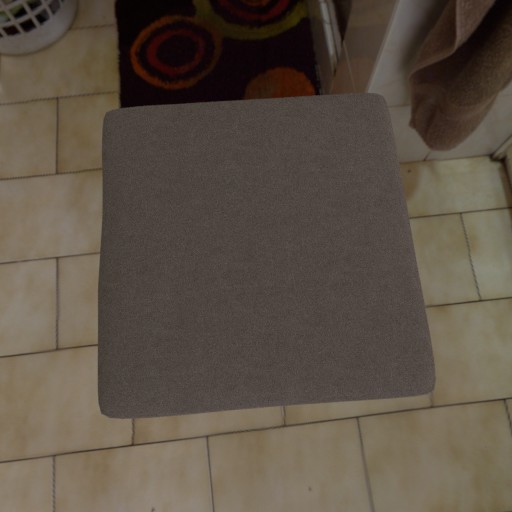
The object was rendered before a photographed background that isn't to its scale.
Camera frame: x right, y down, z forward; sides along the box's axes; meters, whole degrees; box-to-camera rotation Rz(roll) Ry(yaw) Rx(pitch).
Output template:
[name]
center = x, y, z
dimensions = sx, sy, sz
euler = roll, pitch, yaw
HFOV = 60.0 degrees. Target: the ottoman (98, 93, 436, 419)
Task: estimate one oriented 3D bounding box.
[ottoman]
center = 0.000, 0.000, 1.380
dimensions = 0.861, 0.482, 0.881
euler = -4, 75, -1
